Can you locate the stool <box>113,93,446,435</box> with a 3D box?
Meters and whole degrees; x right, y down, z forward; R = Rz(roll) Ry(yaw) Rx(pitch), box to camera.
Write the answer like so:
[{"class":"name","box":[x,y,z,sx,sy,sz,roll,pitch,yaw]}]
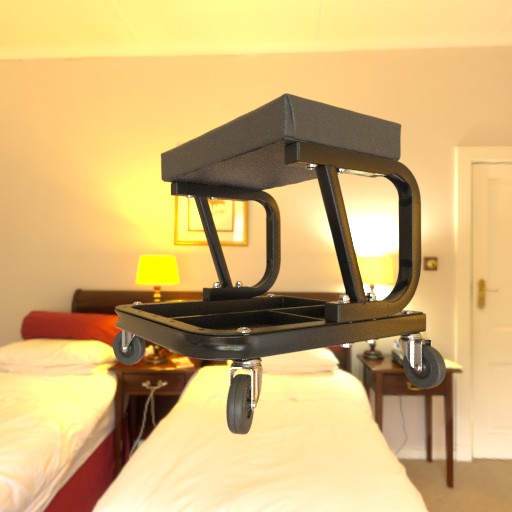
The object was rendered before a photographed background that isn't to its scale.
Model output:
[{"class":"stool","box":[0.000,0.000,0.706,0.371,0.380,0.446,0,0,-35]}]
